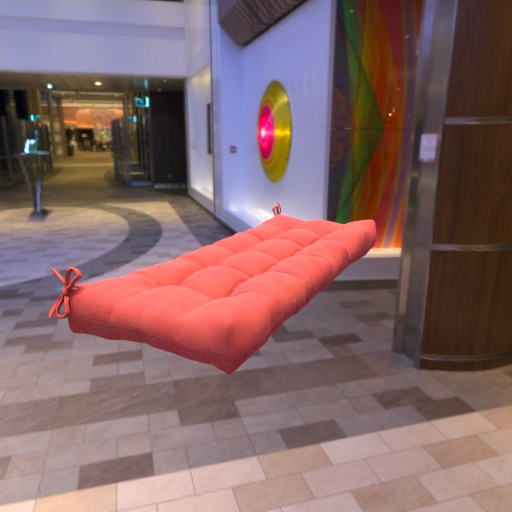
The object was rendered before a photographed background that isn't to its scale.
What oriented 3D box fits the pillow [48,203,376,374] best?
[{"bbox_3d":[0.000,0.000,1.377,0.511,0.174,1.194,8,17,26],"label":"pillow"}]
